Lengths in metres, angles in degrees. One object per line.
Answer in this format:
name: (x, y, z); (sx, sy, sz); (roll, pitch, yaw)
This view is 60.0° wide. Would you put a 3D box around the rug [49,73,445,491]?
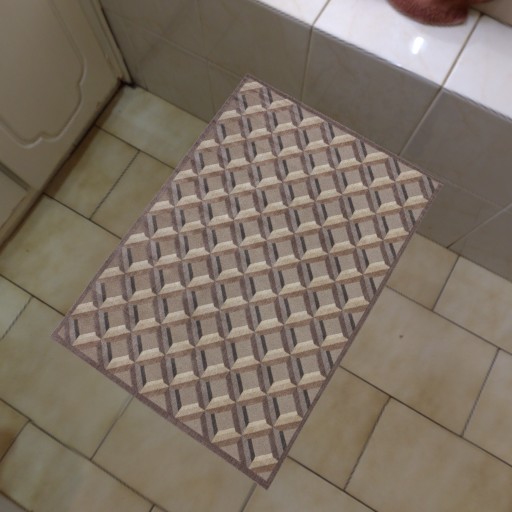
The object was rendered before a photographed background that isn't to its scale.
rug: (0.000, 0.000, 2.872); (1.600, 0.013, 2.260); (32, 77, 8)
